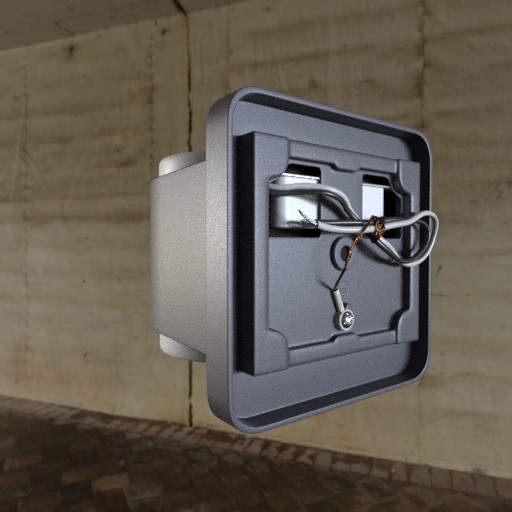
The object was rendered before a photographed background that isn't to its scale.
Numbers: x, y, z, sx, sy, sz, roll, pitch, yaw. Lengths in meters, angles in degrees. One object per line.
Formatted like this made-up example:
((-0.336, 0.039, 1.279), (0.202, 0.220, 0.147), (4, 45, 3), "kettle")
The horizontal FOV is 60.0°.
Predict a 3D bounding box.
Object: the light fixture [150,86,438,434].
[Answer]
((0.000, 0.000, 0.210), (0.109, 0.109, 0.132), (-1, 2, -37), "light fixture")
